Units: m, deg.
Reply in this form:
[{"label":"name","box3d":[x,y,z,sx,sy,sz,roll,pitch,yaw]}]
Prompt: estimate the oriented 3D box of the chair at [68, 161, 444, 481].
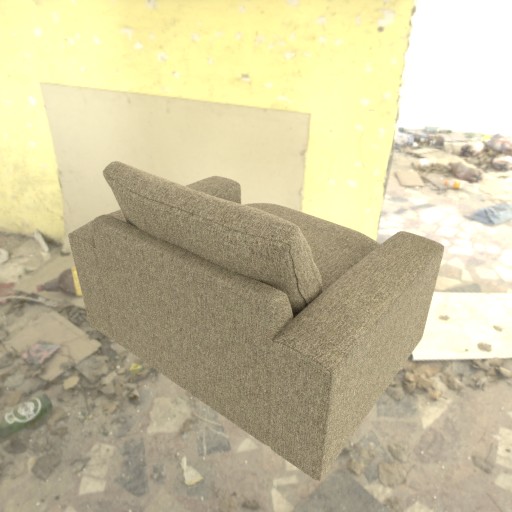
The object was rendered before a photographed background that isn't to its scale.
[{"label":"chair","box3d":[0.000,0.000,2.053,1.398,0.915,1.039,22,37,33]}]
